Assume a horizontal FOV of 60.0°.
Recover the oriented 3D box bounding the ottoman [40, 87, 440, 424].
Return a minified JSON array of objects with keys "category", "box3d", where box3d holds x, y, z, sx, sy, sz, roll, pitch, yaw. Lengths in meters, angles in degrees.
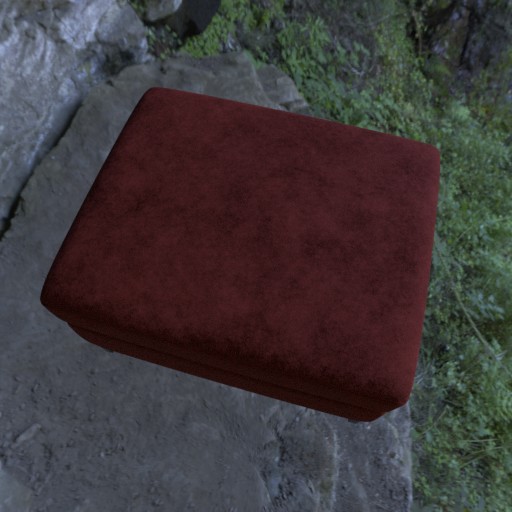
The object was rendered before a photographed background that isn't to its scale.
[{"category":"ottoman","box3d":[0.000,0.000,1.164,0.782,0.462,0.650,14,65,7]}]
